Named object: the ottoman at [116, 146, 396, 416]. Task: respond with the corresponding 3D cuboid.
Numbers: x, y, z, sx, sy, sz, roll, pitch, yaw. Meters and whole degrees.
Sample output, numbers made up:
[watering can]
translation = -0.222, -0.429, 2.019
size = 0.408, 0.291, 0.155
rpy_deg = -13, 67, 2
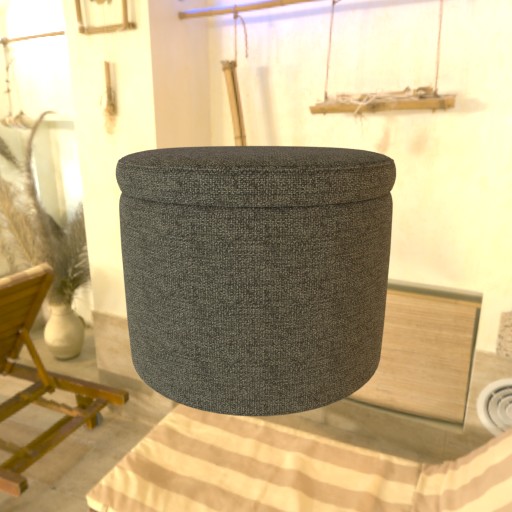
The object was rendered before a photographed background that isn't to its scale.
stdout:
[ottoman]
translation = 0.000, 0.000, 0.901
size = 0.520, 0.430, 0.520
rpy_deg = 0, 16, 0
